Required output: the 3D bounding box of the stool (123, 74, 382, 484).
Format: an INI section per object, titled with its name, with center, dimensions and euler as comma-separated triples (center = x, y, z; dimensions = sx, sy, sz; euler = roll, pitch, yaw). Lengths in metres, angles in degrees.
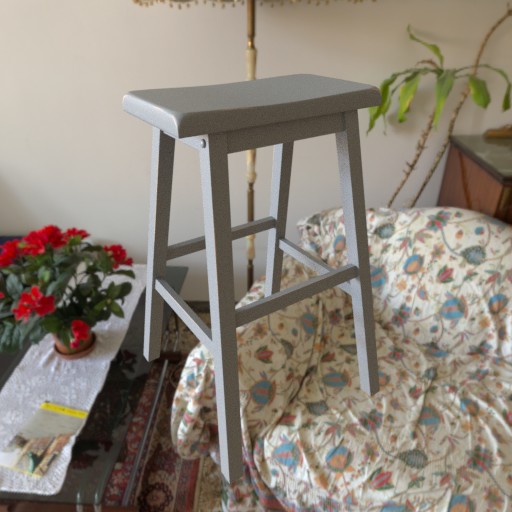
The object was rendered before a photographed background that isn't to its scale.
[stool]
center = 0.000, 0.000, 1.032
dimensions = 0.457, 0.737, 0.476
euler = -19, 35, -29
